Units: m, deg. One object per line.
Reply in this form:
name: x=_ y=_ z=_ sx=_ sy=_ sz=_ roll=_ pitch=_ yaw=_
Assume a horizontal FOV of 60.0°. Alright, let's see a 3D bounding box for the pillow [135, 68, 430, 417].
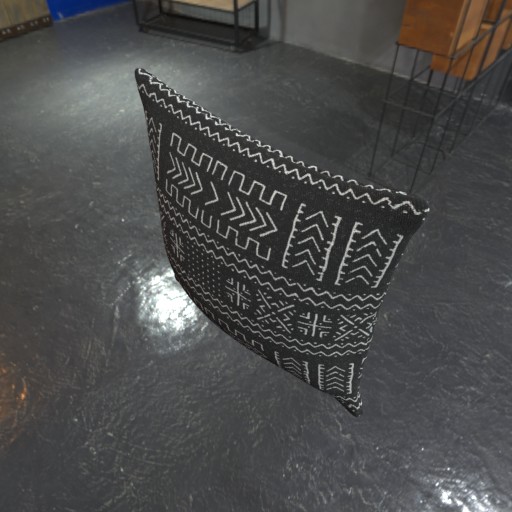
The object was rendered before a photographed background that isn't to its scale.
pillow: x=0.000 y=0.000 z=0.645 sx=0.438 sy=0.430 sz=0.164 roll=33 pitch=54 yaw=28
